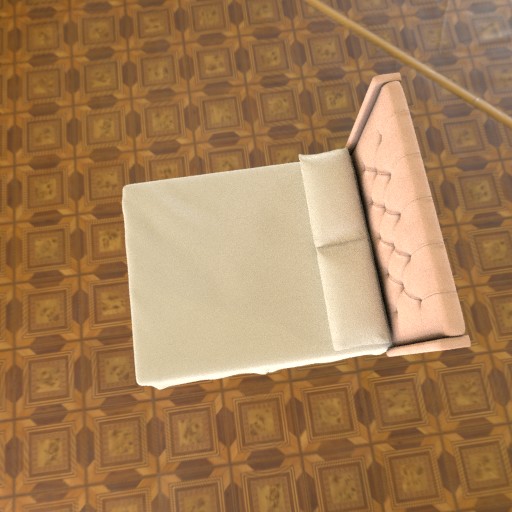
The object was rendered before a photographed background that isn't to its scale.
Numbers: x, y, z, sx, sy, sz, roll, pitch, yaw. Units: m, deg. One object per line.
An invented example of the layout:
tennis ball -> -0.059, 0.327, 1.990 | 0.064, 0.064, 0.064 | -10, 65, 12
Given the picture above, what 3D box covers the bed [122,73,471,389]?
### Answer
bed -> 0.000, 0.000, 3.302 | 2.066, 1.665, 1.719 | -8, 75, -2
